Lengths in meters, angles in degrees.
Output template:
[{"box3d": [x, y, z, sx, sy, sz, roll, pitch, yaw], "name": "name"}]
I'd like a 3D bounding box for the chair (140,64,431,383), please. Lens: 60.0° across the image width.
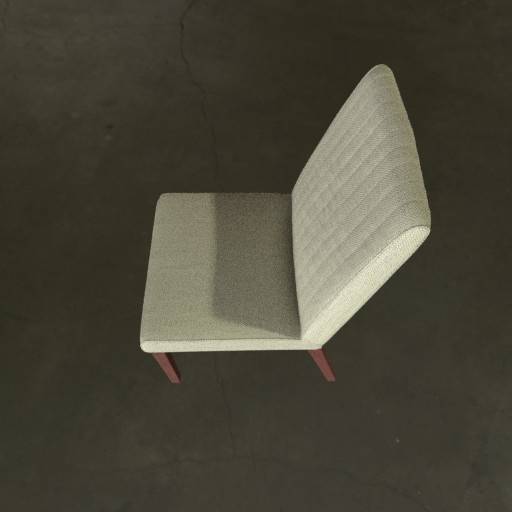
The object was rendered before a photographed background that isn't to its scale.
[{"box3d": [0.000, 0.000, 1.199, 0.594, 0.900, 0.480, -1, 59, 0], "name": "chair"}]
